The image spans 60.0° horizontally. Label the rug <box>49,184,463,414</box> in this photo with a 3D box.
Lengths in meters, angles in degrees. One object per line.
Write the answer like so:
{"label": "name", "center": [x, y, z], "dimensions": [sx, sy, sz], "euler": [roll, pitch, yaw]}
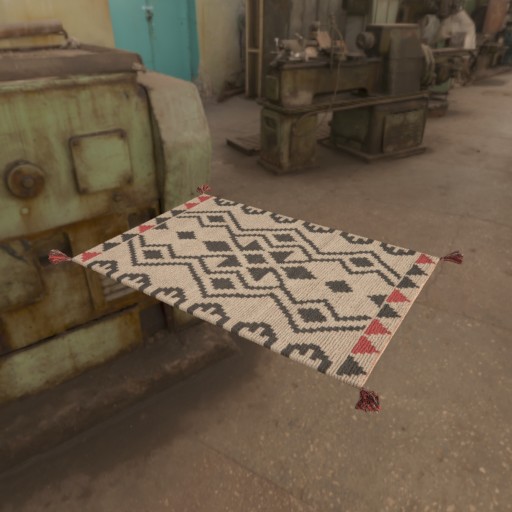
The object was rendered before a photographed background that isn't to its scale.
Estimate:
{"label": "rug", "center": [0.000, 0.000, 2.632], "dimensions": [2.069, 0.067, 1.444], "euler": [19, 35, 29]}
